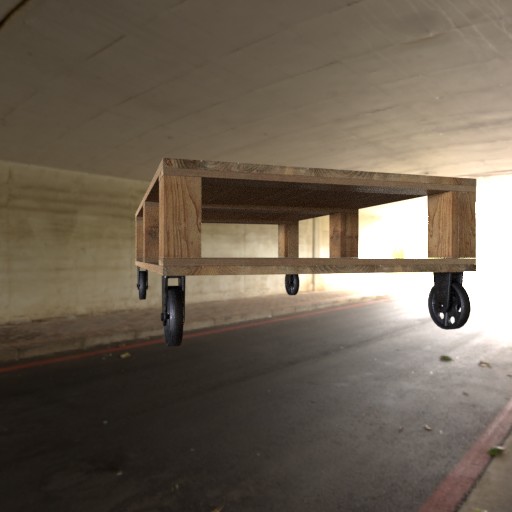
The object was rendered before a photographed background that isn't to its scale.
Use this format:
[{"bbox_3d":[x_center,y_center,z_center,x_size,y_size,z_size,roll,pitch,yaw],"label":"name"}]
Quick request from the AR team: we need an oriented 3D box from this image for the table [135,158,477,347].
[{"bbox_3d":[0.000,0.000,1.681,0.827,0.413,1.299,0,0,-18],"label":"table"}]
